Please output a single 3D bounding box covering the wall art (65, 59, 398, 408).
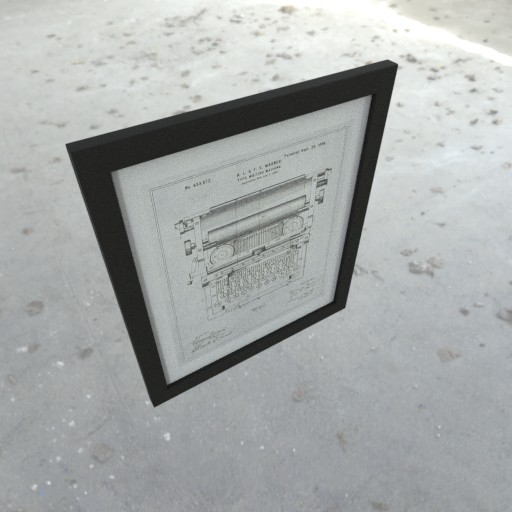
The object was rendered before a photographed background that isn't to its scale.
[{"bbox_3d":[0.000,0.000,0.690,0.432,0.508,0.021,-23,48,-22],"label":"wall art"}]
